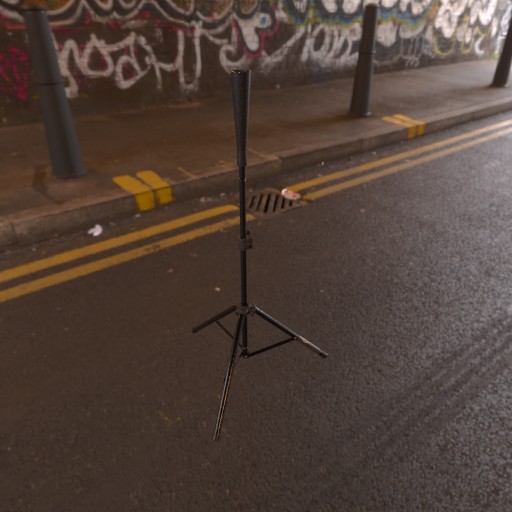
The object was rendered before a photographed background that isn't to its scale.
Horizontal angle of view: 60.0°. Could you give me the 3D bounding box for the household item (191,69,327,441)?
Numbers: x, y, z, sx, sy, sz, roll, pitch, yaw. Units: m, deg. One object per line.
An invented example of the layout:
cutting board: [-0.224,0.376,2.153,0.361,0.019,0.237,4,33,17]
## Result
household item: [0.000,0.000,1.387,0.559,1.067,0.559,1,30,1]
